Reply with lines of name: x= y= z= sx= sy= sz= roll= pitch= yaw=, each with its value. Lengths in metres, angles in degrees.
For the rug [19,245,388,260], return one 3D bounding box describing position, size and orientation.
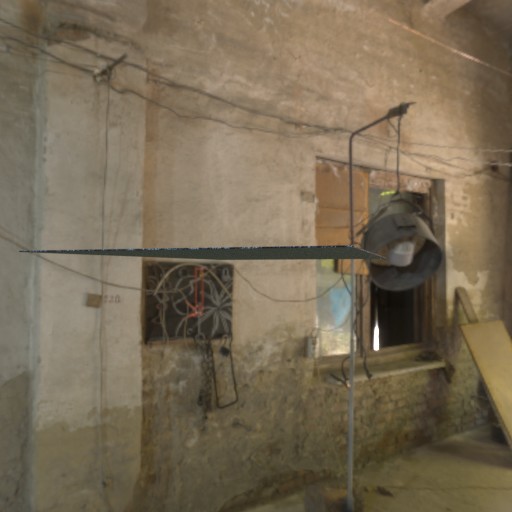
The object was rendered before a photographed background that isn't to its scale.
rug: x=0.000 y=0.000 z=2.297 sx=1.219 sy=0.005 sz=1.828 roll=-1 pitch=-2 yaw=19
